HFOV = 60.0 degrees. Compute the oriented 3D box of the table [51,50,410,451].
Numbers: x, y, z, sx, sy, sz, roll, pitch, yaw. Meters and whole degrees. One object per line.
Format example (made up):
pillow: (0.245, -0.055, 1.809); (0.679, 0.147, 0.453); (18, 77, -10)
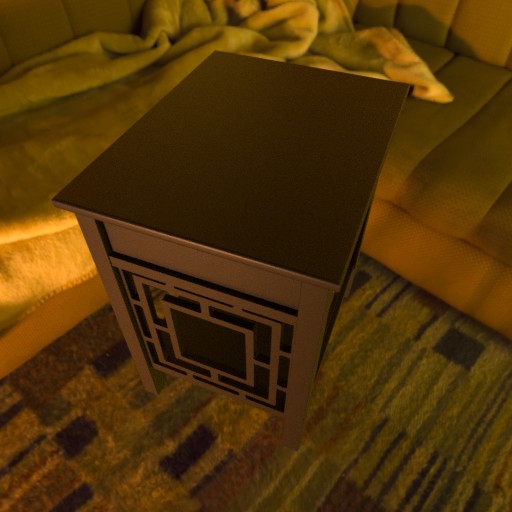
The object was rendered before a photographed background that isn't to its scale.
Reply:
table: (0.000, 0.000, 1.015); (0.451, 0.646, 0.564); (16, 50, 15)
